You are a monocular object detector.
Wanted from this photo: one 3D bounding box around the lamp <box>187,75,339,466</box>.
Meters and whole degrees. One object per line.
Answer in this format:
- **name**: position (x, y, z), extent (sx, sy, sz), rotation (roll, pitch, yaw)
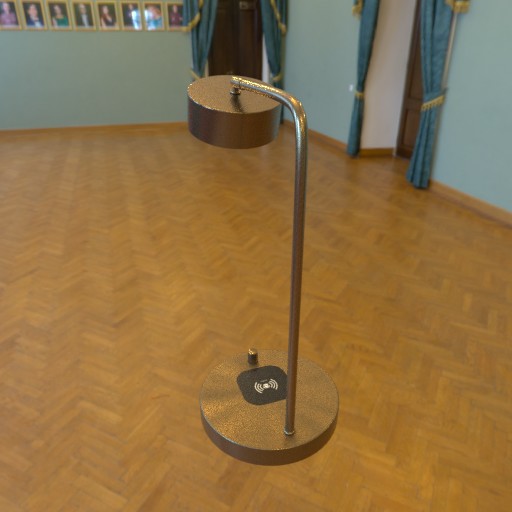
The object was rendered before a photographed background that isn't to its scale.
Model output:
- **lamp**: position (0.000, 0.000, 0.517), extent (0.171, 0.380, 0.270), rotation (-9, 27, -17)
